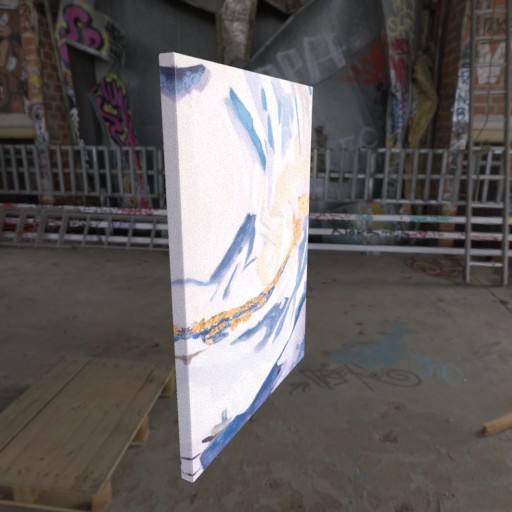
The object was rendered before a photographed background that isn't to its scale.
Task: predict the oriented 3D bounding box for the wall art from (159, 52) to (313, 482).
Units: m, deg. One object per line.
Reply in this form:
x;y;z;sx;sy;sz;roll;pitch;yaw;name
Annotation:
0.000;0.000;1.329;0.038;1.015;0.761;8;17;27;wall art
